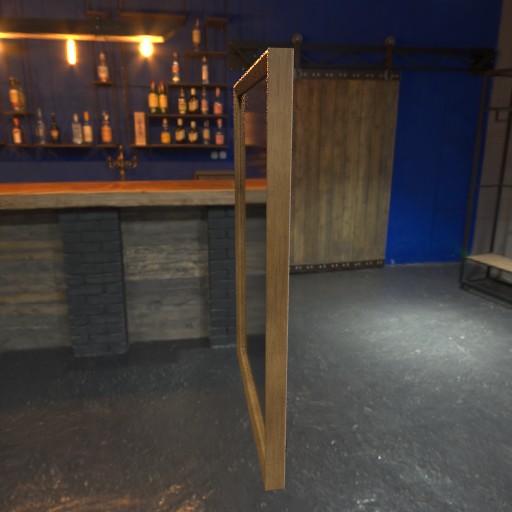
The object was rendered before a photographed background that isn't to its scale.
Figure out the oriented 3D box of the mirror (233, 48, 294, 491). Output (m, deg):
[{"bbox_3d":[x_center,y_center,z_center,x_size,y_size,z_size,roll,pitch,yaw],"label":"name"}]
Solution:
[{"bbox_3d":[0.000,0.000,0.923,0.039,0.711,0.508,-2,16,-8],"label":"mirror"}]
